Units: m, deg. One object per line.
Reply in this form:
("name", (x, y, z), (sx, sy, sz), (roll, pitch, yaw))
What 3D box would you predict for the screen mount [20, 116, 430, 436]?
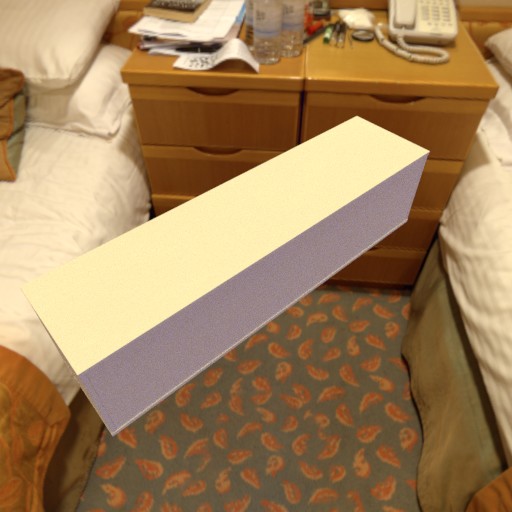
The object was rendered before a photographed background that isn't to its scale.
("screen mount", (0.000, 0.000, 1.817), (1.600, 0.520, 0.418), (-32, 54, -27))
